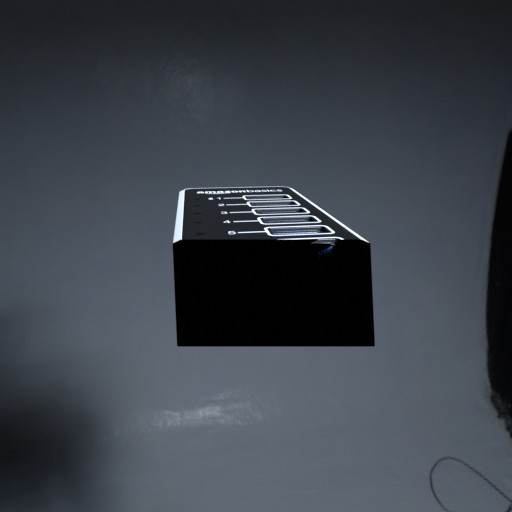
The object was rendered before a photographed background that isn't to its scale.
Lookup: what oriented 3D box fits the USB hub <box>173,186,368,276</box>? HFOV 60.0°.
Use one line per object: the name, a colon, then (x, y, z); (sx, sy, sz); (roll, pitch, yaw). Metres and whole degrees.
USB hub: (0.000, 0.000, 0.126); (0.044, 0.023, 0.110); (-2, 18, -8)
